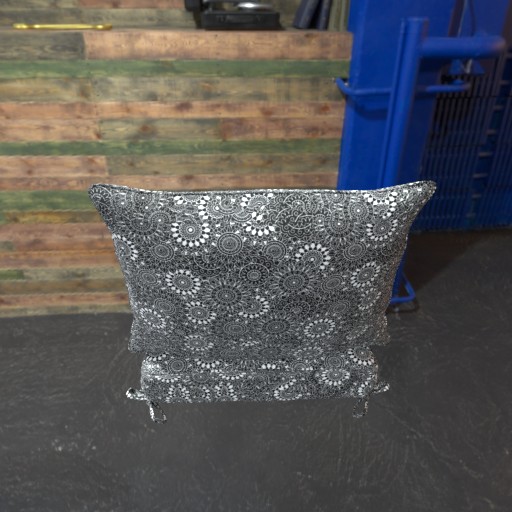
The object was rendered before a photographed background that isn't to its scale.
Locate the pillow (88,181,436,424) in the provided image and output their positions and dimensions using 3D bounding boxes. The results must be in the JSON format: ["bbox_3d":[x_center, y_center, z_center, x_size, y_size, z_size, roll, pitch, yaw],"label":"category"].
[{"bbox_3d":[0.000,0.000,1.390,0.798,0.722,0.740,-1,31,-2],"label":"pillow"}]
